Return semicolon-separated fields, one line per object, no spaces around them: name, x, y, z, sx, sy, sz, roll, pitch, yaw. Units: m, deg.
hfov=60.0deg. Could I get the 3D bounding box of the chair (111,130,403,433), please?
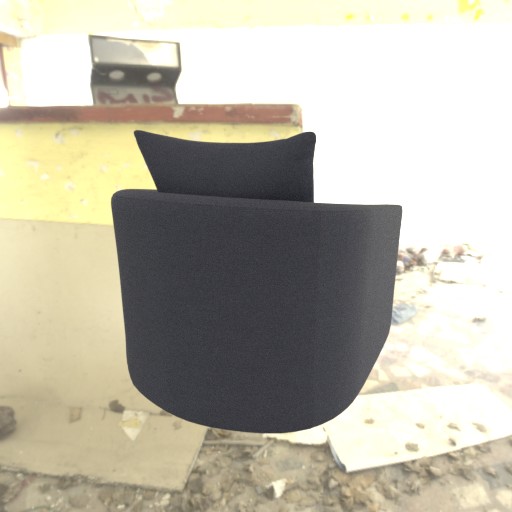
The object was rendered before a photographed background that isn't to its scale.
chair;0.000;0.000;1.554;0.845;0.848;0.910;8;17;26
